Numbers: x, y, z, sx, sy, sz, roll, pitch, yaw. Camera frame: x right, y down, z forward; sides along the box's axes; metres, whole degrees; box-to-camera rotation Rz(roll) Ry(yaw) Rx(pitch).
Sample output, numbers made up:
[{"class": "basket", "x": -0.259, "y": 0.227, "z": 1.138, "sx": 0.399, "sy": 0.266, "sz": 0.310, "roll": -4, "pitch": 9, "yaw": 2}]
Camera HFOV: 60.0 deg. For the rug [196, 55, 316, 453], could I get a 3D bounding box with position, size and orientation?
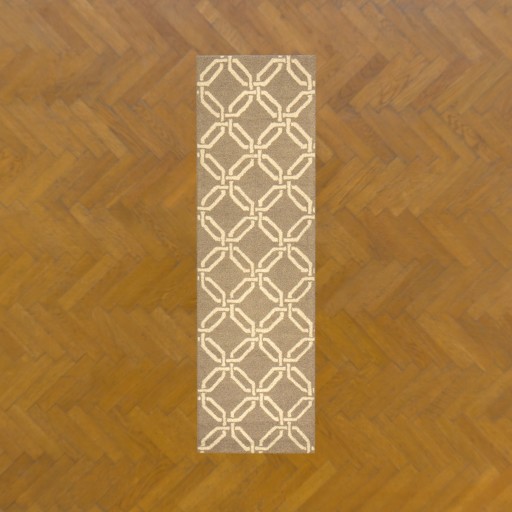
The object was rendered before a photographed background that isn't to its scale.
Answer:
[{"class": "rug", "x": 0.000, "y": 0.000, "z": 2.537, "sx": 0.678, "sy": 0.014, "sz": 2.276, "roll": 0, "pitch": 91, "yaw": 0}]
